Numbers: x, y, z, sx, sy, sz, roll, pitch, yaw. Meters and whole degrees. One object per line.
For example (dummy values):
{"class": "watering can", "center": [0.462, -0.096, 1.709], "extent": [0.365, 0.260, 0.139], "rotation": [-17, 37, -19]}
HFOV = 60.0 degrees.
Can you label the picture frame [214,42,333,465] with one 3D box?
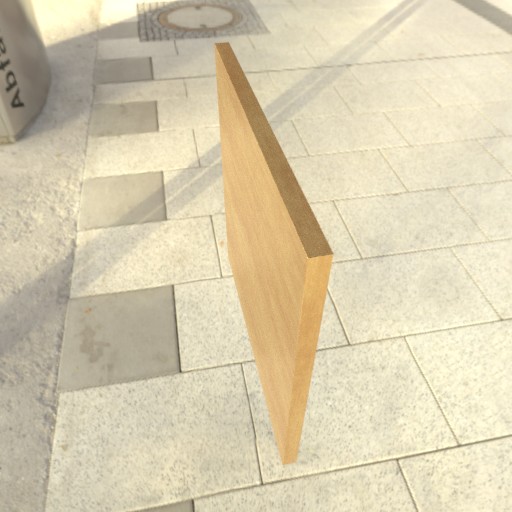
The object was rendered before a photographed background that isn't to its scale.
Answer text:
{"class": "picture frame", "center": [0.000, 0.000, 1.116], "extent": [0.037, 0.761, 0.758], "rotation": [-9, 47, -9]}
